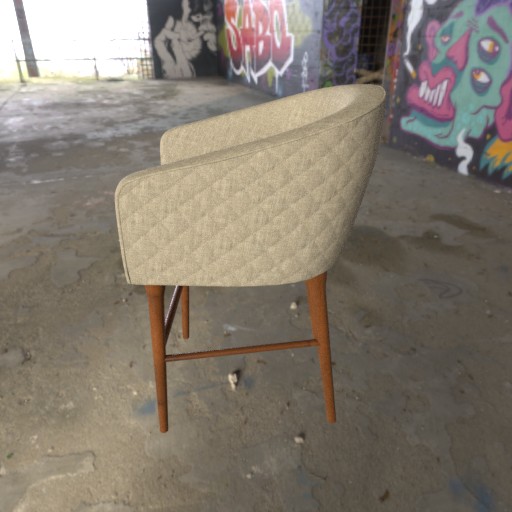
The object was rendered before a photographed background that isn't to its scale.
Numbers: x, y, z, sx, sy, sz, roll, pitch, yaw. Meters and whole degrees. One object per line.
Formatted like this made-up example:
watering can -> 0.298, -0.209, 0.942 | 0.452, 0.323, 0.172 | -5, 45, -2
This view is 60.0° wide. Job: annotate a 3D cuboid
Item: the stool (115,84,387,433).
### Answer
stool -> 0.000, 0.000, 1.324 | 0.635, 0.952, 0.559 | 0, 27, 0
